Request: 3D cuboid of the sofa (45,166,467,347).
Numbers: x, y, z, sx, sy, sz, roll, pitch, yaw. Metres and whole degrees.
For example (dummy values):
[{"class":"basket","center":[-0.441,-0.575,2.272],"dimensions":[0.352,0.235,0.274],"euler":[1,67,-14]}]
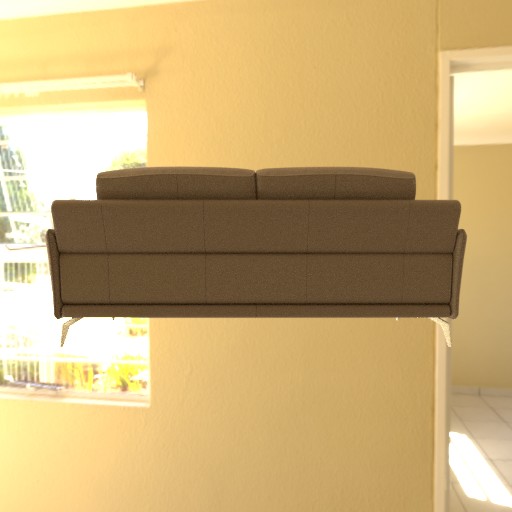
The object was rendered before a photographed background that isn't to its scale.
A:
[{"class":"sofa","center":[0.000,0.000,2.673],"dimensions":[2.101,0.930,1.049],"euler":[0,1,0]}]
